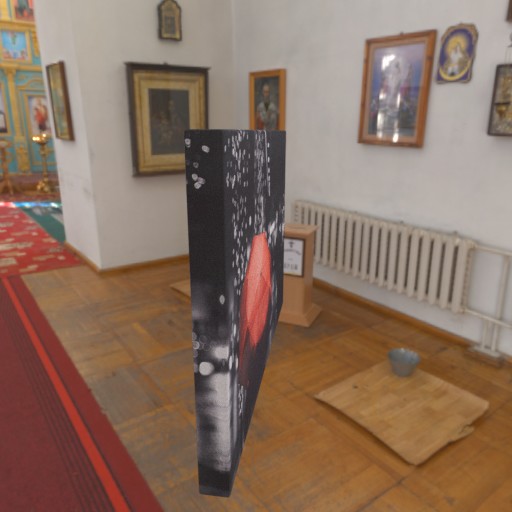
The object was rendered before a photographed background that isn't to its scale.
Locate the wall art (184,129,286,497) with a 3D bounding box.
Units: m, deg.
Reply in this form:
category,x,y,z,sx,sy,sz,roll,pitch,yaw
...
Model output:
category,x,y,z,sx,sy,sz,roll,pitch,yaw
wall art,0.000,0.000,0.744,0.037,0.406,0.609,2,16,9
